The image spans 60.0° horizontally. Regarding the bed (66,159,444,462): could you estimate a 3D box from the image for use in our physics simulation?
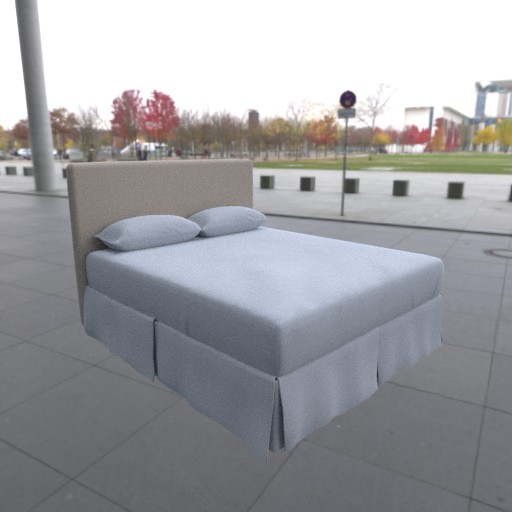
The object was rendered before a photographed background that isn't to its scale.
[{"bbox_3d":[0.000,0.000,3.226,1.884,1.330,2.142,-13,19,-43],"label":"bed"}]
